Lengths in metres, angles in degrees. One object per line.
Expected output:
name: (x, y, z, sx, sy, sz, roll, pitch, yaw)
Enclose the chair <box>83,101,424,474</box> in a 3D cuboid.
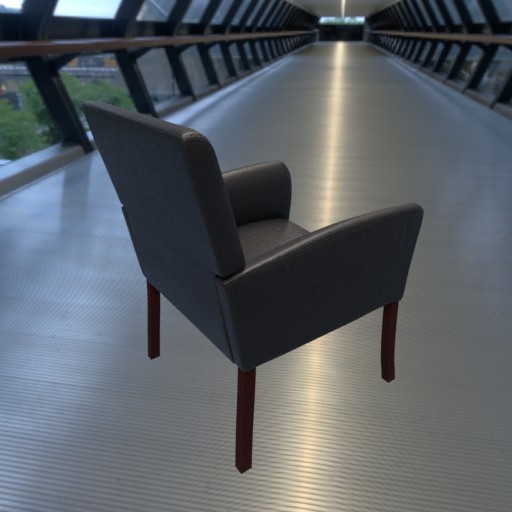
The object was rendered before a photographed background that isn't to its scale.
chair: (0.000, 0.000, 1.431, 0.772, 0.951, 0.683, -17, 31, -32)
